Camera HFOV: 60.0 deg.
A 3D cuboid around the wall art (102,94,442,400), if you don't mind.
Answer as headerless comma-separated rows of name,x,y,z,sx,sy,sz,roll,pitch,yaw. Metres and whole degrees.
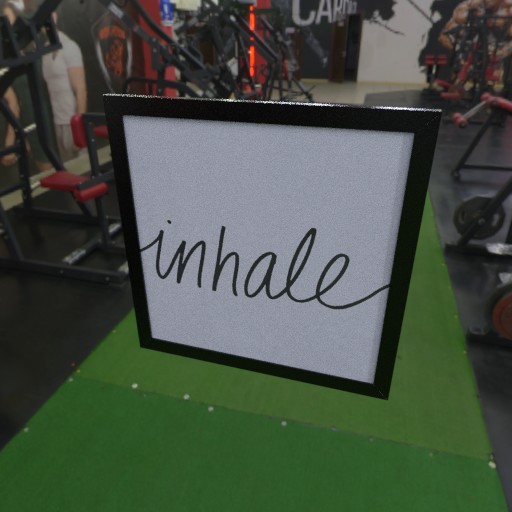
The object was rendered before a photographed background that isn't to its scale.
wall art,0.000,0.000,0.669,0.446,0.445,0.014,8,28,15
